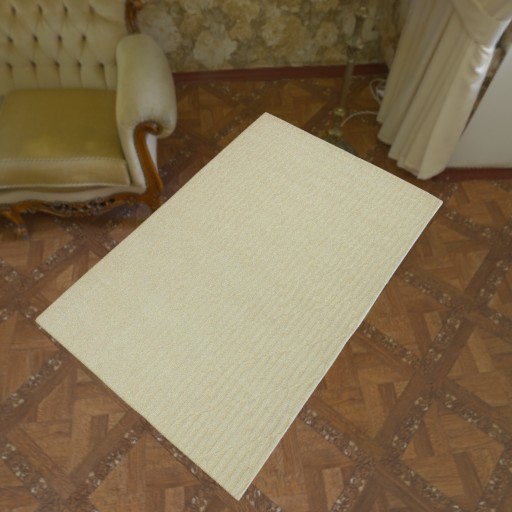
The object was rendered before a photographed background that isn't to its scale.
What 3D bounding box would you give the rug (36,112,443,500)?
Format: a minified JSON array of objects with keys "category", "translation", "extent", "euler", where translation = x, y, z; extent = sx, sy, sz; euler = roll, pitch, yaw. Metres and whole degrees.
[{"category":"rug","translation":[0.000,0.000,2.284],"extent":[1.238,0.014,1.848],"euler":[33,63,19]}]
